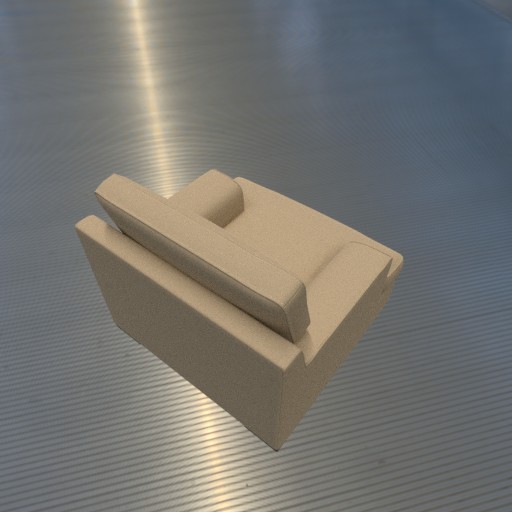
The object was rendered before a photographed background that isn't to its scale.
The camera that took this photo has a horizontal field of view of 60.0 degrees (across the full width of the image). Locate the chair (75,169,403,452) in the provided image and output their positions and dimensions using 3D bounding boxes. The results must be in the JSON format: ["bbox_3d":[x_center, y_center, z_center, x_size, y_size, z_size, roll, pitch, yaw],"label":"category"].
[{"bbox_3d":[0.000,0.000,2.226,1.293,1.005,1.274,23,51,20],"label":"chair"}]
